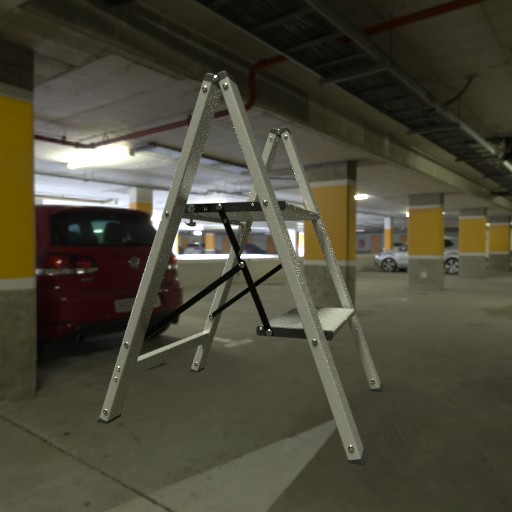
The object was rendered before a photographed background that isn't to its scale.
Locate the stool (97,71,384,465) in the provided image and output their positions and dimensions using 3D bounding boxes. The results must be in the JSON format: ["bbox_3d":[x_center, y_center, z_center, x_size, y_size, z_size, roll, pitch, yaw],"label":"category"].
[{"bbox_3d":[0.000,0.000,1.007,0.535,0.670,0.440,0,1,20],"label":"stool"}]
